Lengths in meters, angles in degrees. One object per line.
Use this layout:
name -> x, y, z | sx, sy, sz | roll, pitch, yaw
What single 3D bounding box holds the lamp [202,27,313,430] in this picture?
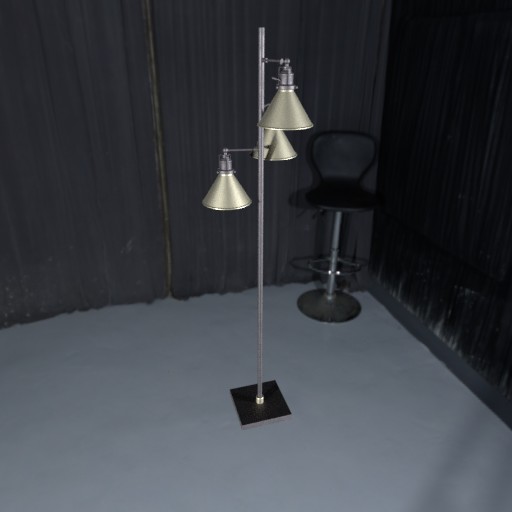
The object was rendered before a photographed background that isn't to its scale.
lamp -> 0.000, 0.000, 1.868 | 0.415, 1.716, 0.428 | -8, 27, -15
